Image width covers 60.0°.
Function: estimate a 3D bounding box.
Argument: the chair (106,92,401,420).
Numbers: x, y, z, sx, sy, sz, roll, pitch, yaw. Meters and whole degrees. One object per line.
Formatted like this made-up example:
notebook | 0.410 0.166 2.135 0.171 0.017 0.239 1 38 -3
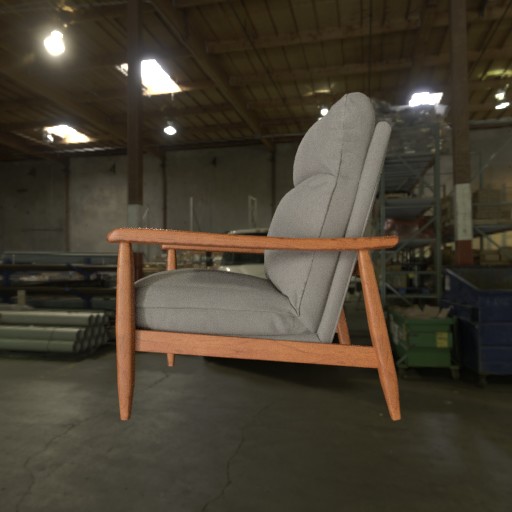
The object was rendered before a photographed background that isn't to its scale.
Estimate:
chair | 0.000 0.000 1.565 0.816 0.922 0.782 0 -1 0
